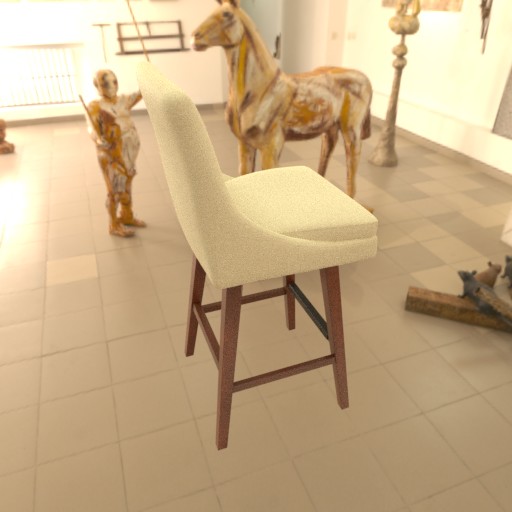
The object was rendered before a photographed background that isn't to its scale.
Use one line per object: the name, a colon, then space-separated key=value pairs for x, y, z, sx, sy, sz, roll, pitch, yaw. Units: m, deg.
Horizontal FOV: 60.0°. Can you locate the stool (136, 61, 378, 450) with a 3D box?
stool: x=0.000 y=0.000 z=1.373 sx=0.559 sy=1.097 sz=0.470 roll=-11 pitch=33 yaw=-18
